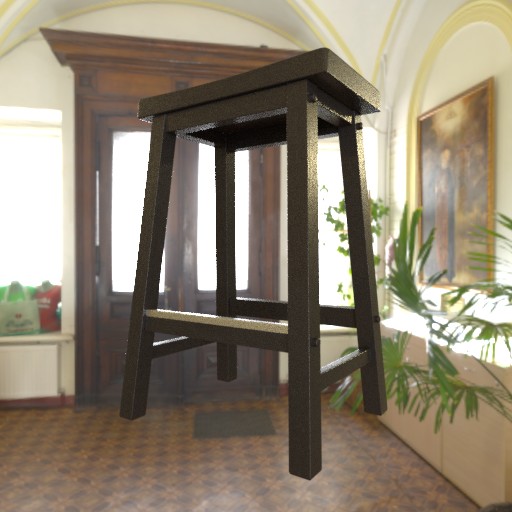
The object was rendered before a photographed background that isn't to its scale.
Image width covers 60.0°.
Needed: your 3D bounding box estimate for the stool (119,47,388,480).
[{"bbox_3d":[0.000,0.000,0.849,0.406,0.610,0.322,1,1,35],"label":"stool"}]
